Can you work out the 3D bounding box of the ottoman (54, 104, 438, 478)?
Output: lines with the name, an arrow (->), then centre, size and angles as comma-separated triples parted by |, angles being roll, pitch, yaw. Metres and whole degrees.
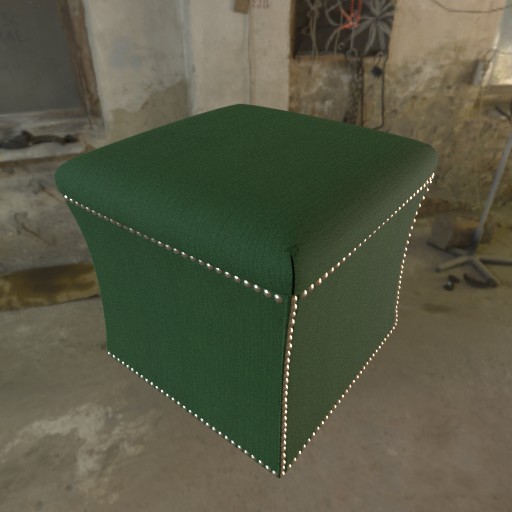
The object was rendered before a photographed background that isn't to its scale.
ottoman -> 0.000, 0.000, 0.878 | 0.497, 0.475, 0.507 | 23, 40, 31
